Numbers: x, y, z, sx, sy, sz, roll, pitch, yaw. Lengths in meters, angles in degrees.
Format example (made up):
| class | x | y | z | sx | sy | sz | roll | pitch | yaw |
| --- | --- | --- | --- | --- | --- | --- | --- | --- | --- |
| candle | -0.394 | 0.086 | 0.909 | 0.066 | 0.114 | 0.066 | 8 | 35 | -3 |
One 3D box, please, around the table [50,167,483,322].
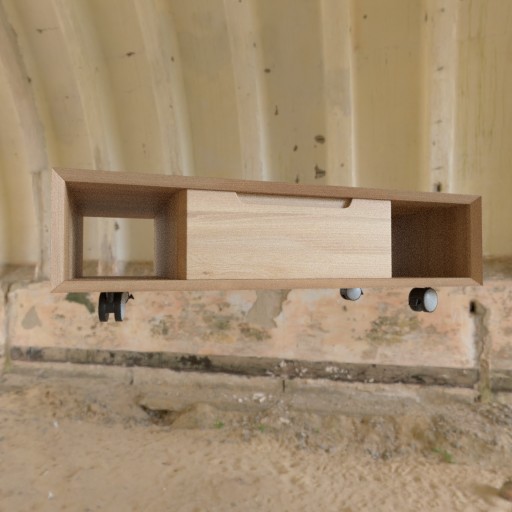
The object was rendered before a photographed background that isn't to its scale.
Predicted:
| class | x | y | z | sx | sy | sz | roll | pitch | yaw |
| --- | --- | --- | --- | --- | --- | --- | --- | --- | --- |
| table | 0.000 | 0.000 | 1.397 | 1.100 | 0.330 | 0.700 | 1 | -2 | -18 |
